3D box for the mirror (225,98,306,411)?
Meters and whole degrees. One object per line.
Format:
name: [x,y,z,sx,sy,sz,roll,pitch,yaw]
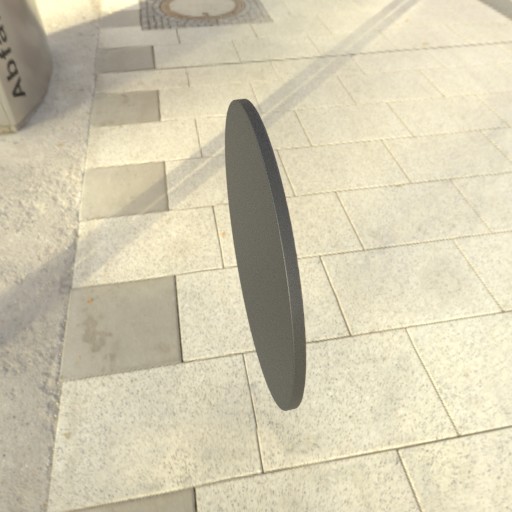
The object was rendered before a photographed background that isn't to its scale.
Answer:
mirror: [0.000,0.000,1.607,0.036,1.077,1.077,-9,48,-9]
